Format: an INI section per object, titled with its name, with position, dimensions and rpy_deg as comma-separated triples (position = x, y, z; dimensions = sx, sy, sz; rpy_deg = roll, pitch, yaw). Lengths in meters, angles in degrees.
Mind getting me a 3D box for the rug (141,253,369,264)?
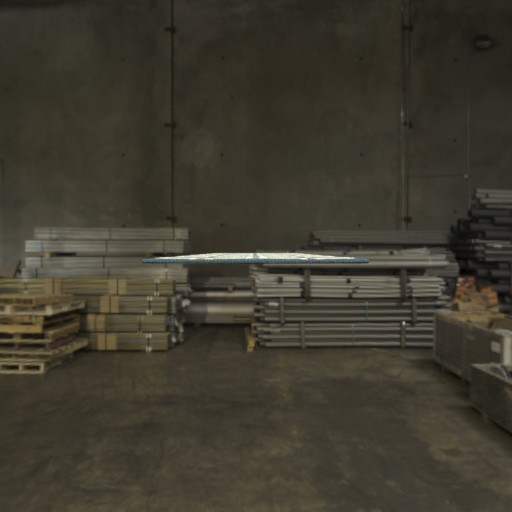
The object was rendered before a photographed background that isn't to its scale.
[rug]
position = 0.000, 0.000, 2.447
dimensions = 0.678, 0.014, 2.276
rpy_deg = 0, 1, 0
